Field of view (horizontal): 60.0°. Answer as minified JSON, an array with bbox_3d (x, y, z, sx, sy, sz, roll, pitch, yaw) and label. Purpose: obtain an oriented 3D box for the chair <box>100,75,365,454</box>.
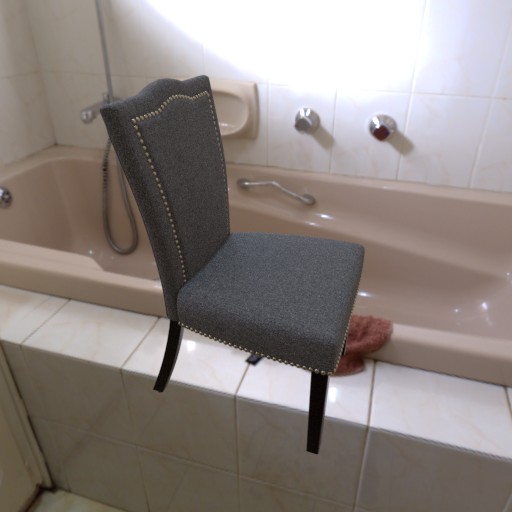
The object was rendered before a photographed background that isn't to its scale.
[{"bbox_3d":[0.000,0.000,1.295,0.589,0.946,0.518,10,31,17],"label":"chair"}]
